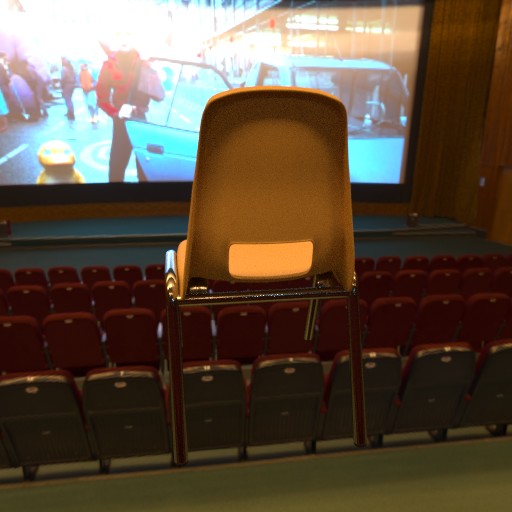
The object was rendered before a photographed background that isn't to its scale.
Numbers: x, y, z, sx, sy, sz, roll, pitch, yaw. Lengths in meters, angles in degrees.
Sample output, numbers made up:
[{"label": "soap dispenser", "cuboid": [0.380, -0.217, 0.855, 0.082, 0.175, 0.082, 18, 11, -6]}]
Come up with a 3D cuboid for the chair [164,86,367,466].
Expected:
[{"label": "chair", "cuboid": [0.000, 0.000, 0.858, 0.354, 0.586, 0.423, -2, 16, -8]}]
